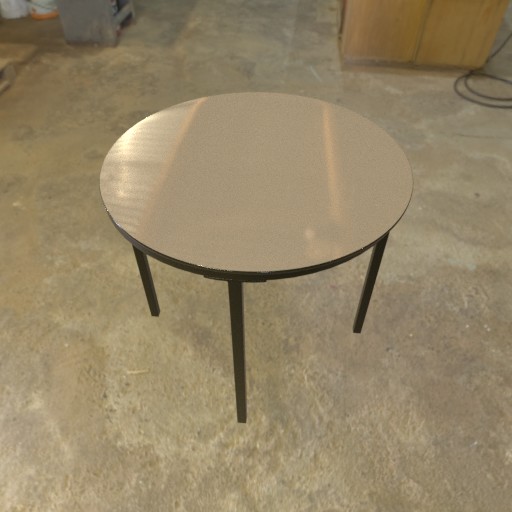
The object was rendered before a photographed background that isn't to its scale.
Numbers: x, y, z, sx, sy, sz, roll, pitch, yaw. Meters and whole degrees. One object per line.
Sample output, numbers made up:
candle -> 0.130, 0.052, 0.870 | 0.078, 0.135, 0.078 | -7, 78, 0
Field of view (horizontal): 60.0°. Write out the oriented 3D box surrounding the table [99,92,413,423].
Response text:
table -> 0.000, 0.000, 0.881 | 0.499, 0.443, 0.499 | 0, 45, 0
